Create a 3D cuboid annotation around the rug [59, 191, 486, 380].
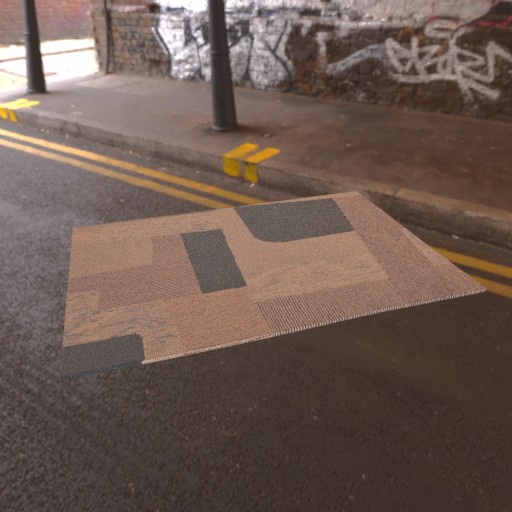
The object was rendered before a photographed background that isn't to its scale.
[{"bbox_3d":[0.000,0.000,2.314,1.847,0.020,1.238,-9,32,-15],"label":"rug"}]
